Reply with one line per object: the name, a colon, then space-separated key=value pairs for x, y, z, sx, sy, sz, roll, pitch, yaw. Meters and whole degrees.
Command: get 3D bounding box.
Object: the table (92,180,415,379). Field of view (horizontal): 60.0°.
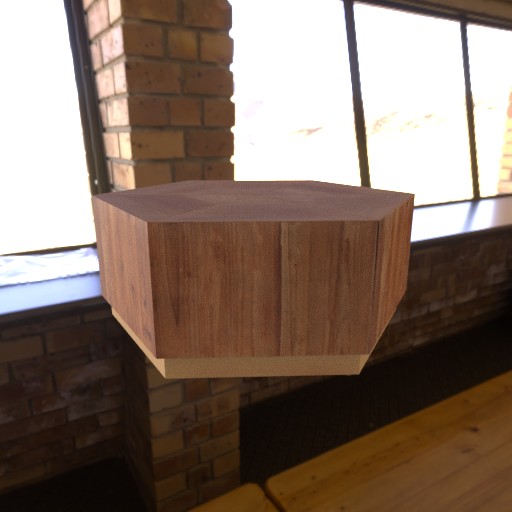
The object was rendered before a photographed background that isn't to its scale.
table: x=0.000 y=0.000 z=1.642 sx=1.000 sy=0.456 sz=1.154 roll=8 pitch=17 yaw=26
